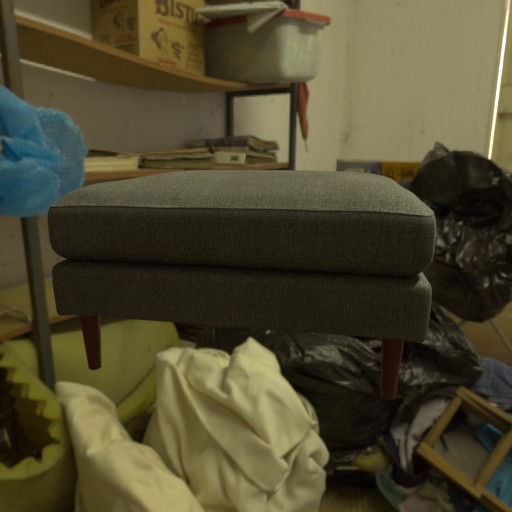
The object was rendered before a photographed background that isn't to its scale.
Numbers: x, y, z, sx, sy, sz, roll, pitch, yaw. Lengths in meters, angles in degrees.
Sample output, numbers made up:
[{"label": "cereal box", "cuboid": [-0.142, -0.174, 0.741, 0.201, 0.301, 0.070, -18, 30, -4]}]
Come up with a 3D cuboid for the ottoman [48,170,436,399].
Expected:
[{"label": "ottoman", "cuboid": [0.000, 0.000, 1.248, 0.821, 0.474, 0.693, 3, 14, 10]}]
